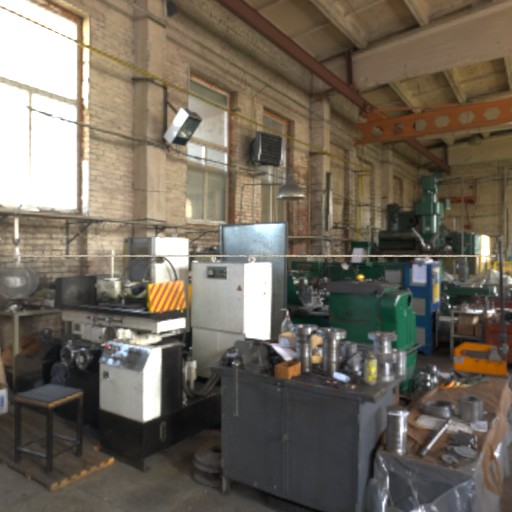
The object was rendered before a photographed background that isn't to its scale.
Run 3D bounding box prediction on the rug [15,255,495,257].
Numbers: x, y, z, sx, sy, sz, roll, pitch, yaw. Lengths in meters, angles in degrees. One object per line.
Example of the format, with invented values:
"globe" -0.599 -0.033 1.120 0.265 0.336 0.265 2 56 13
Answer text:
"rug" 0.000 0.000 4.152 3.205 0.015 2.437 0 0 1
